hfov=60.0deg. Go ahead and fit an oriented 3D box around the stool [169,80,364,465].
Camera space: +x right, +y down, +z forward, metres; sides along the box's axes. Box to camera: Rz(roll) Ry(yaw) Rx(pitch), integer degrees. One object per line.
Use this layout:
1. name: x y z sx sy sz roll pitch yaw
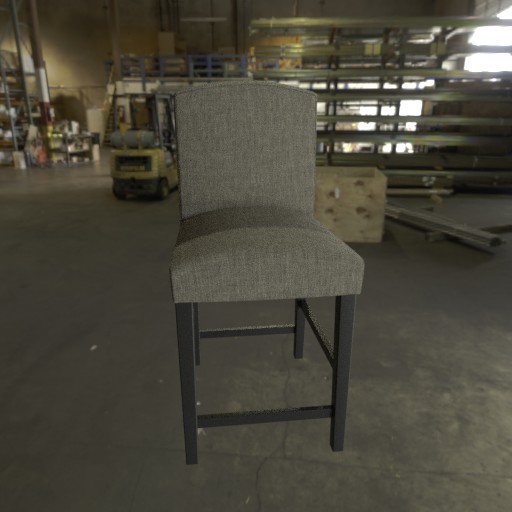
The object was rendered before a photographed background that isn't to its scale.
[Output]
1. stool: 0.000 0.000 1.263 0.451 0.966 0.552 -2 18 -7
